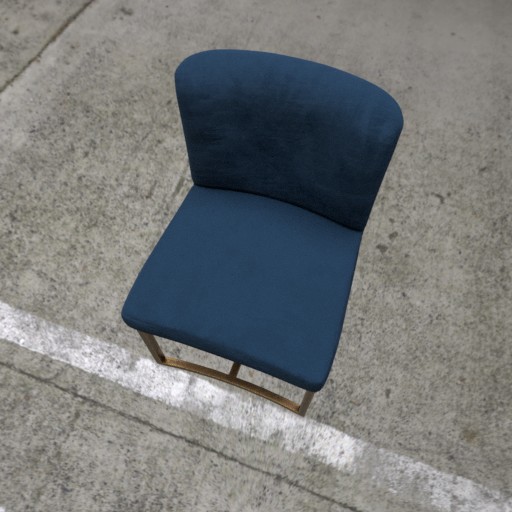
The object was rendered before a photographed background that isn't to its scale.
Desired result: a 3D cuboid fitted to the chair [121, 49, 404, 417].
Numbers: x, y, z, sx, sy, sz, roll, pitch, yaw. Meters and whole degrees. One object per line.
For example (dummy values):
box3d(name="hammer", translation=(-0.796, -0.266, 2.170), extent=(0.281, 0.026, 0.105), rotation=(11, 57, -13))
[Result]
box3d(name="chair", translation=(0.000, 0.000, 1.165), extent=(0.530, 0.824, 0.560), rotation=(17, 60, 10))
